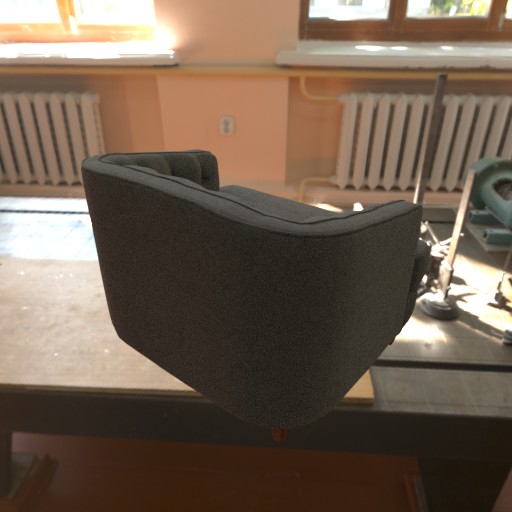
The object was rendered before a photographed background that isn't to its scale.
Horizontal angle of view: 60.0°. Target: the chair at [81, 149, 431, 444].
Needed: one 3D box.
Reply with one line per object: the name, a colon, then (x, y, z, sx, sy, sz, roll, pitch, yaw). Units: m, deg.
chair: (0.000, 0.000, 1.755, 1.104, 0.852, 0.941, 21, 36, 33)
